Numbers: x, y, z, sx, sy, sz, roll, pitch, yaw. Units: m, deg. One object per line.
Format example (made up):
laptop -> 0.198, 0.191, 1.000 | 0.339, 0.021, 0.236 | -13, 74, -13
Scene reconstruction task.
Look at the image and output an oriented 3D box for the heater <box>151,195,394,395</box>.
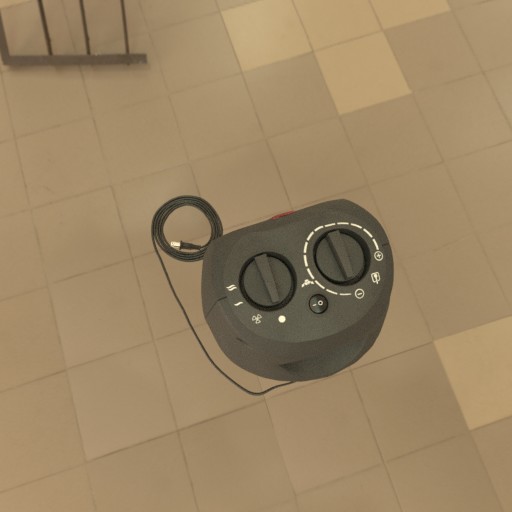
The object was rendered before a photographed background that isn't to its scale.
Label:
heater -> 0.000, 0.000, 0.478 | 0.239, 0.255, 0.291 | -18, 77, -4
